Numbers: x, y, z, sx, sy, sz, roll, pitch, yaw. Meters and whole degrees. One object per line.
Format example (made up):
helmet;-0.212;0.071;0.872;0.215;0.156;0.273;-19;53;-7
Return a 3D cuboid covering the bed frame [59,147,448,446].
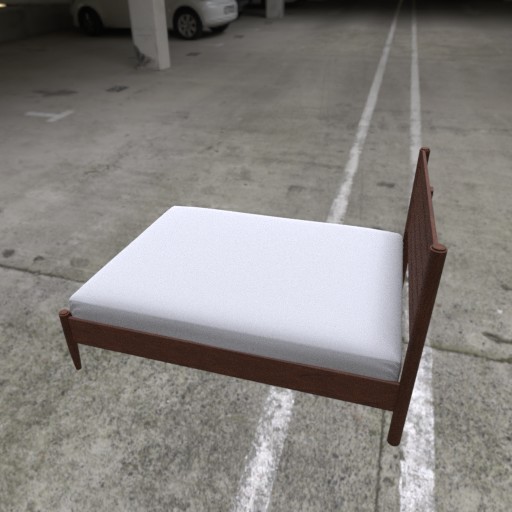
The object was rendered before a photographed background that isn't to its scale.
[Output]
bed frame;0.000;0.000;3.221;2.234;1.321;1.655;8;31;14
